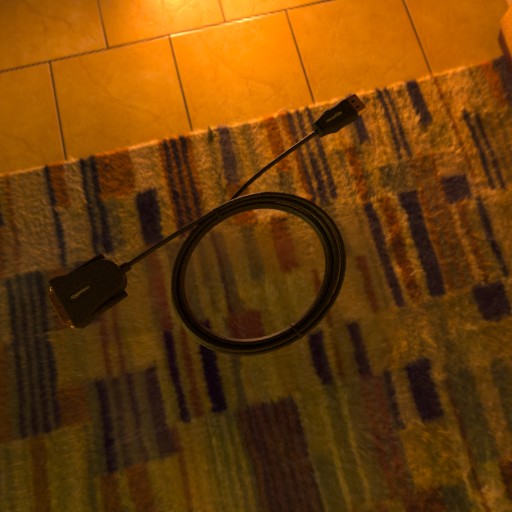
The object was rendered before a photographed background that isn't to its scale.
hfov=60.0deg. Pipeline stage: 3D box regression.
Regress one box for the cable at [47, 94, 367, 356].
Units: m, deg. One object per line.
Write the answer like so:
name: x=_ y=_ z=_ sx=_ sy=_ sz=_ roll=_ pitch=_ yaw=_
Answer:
cable: x=0.000 y=0.000 z=0.328 sx=0.281 sy=0.015 sz=0.136 roll=-33 pitch=79 yaw=-7
